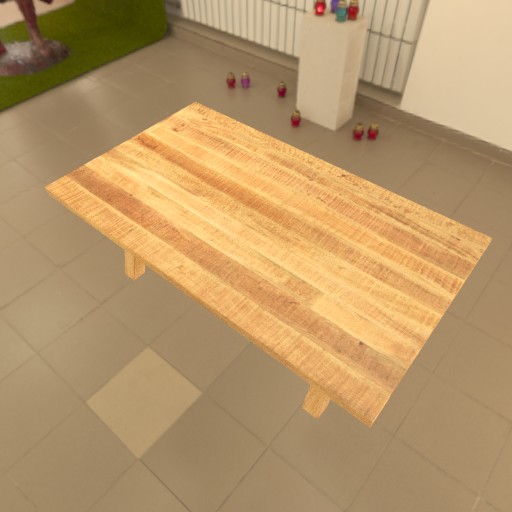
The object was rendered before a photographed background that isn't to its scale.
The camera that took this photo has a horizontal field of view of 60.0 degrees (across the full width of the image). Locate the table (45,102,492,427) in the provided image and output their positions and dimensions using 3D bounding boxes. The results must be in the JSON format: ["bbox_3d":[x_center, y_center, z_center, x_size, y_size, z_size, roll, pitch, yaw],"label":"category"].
[{"bbox_3d":[0.000,0.000,1.661,1.320,0.455,0.760,32,56,25],"label":"table"}]
